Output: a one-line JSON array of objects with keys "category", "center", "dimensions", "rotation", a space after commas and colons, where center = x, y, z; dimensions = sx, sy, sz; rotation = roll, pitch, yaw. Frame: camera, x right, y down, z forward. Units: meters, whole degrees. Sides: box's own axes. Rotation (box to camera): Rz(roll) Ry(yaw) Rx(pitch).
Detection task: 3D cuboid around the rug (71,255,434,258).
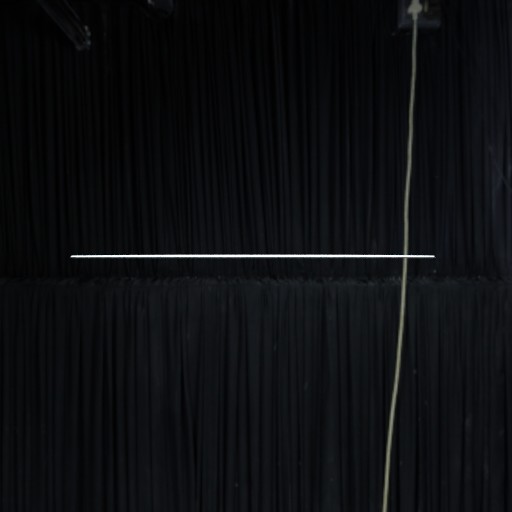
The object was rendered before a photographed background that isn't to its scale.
[{"category": "rug", "center": [0.000, 0.000, 3.056], "dimensions": [1.512, 0.009, 2.457], "rotation": [0, 0, 1]}]
